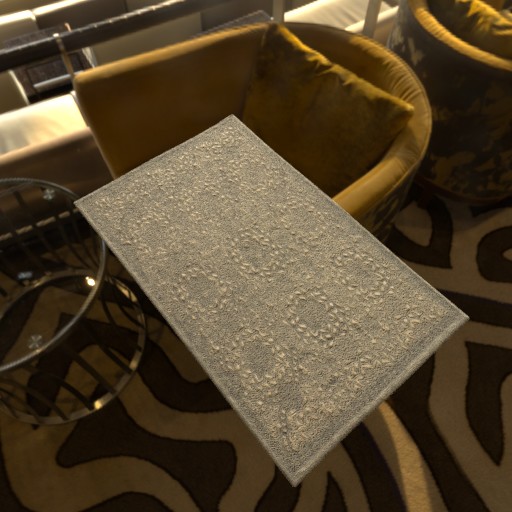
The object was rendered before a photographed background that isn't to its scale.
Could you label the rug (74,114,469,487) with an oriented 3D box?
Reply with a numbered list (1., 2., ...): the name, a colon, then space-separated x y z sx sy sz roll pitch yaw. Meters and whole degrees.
1. rug: 0.000 0.000 3.114 1.535 0.022 2.498 -35 65 -19
